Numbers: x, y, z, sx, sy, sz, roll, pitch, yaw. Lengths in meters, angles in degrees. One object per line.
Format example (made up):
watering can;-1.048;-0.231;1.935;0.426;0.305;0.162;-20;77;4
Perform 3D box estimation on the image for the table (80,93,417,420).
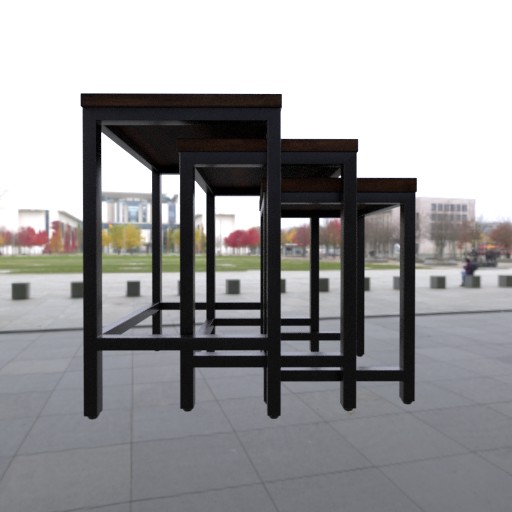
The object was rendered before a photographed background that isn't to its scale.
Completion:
table;0.000;0.000;1.136;0.660;0.616;0.608;0;1;0
